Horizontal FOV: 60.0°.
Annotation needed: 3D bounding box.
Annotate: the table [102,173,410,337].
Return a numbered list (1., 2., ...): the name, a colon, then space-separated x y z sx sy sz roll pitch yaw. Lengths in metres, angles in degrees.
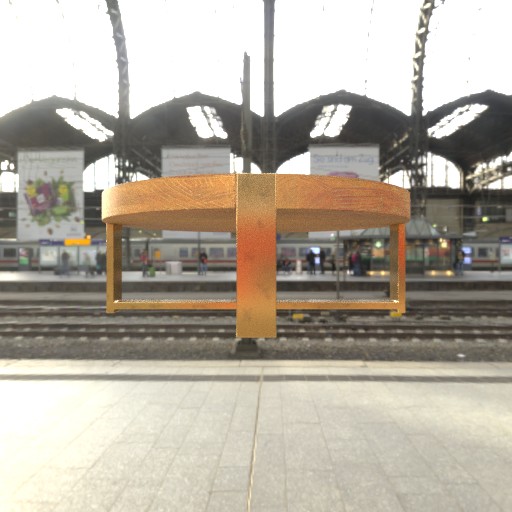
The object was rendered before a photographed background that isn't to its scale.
1. table: 0.000 0.000 1.681 1.100 0.420 1.100 0 0 0
